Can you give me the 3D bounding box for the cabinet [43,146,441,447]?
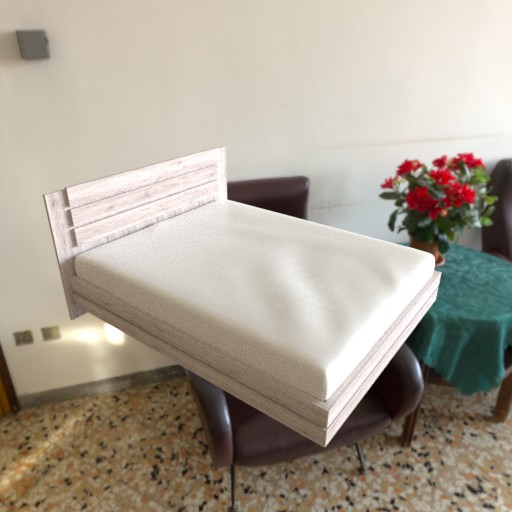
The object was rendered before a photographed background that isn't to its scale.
[{"bbox_3d":[0.000,0.000,3.085,2.080,0.970,1.750,19,32,33],"label":"cabinet"}]
